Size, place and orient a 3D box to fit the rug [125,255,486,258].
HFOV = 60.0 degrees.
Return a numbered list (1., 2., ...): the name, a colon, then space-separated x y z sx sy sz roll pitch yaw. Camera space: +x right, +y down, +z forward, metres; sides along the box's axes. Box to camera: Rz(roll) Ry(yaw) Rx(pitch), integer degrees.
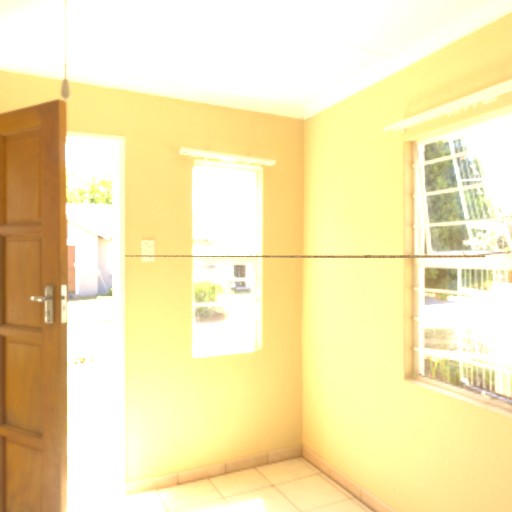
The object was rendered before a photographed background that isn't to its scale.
1. rug: 0.000 0.000 2.727 0.807 0.013 2.436 0 0 -36
